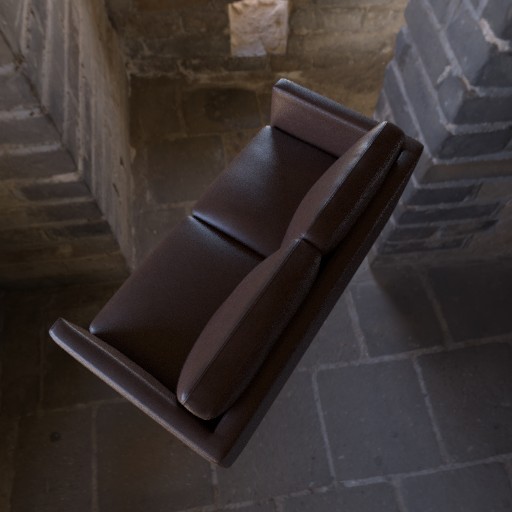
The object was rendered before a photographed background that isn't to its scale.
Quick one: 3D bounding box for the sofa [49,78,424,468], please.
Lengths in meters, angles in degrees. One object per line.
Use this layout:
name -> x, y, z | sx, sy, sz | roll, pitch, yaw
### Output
sofa -> 0.000, 0.000, 2.377 | 0.951, 0.933, 1.883 | 31, 67, 15
